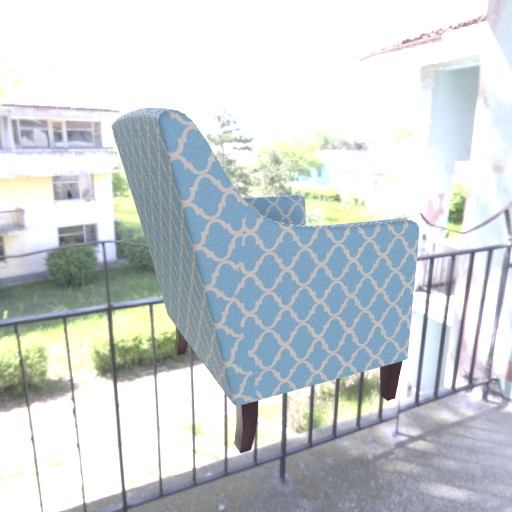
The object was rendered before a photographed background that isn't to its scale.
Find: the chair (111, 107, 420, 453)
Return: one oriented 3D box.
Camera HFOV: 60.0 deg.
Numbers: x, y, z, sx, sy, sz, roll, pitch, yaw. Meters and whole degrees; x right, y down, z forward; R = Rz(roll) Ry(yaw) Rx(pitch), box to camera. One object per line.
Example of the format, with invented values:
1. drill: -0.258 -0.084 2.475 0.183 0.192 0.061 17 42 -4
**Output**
1. chair: 0.000 0.000 1.321 0.686 0.817 0.617 -7 17 -25
